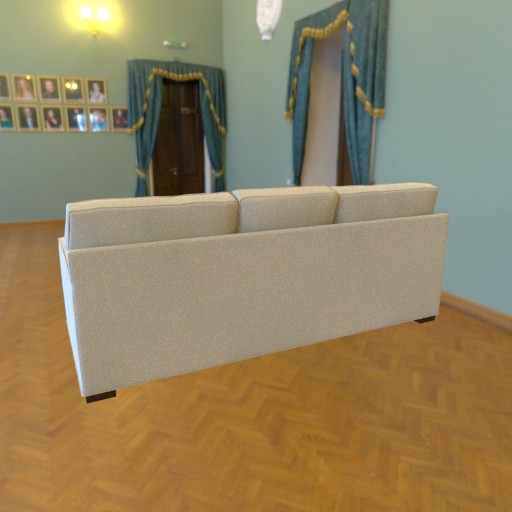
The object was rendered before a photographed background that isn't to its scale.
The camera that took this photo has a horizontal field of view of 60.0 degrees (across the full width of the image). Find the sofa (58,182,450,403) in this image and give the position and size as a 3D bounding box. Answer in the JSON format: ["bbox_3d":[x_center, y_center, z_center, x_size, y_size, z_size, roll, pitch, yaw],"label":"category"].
[{"bbox_3d":[0.000,0.000,2.613,2.088,0.862,0.935,-7,16,-25],"label":"sofa"}]
